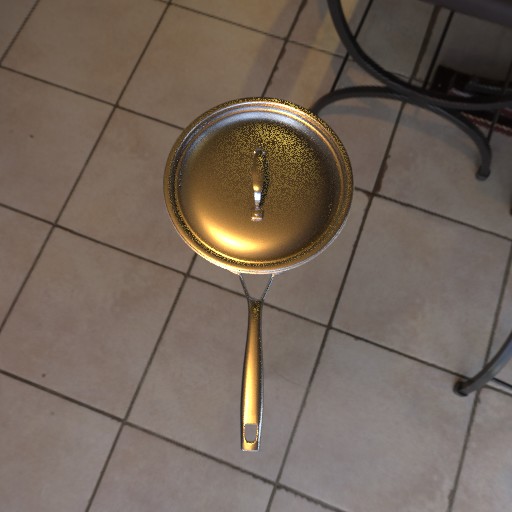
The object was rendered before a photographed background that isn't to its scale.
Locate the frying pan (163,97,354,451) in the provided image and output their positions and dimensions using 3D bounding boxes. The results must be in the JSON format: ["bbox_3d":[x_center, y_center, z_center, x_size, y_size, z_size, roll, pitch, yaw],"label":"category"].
[{"bbox_3d":[0.000,0.000,0.612,0.272,0.086,0.490,2,75,1],"label":"frying pan"}]
